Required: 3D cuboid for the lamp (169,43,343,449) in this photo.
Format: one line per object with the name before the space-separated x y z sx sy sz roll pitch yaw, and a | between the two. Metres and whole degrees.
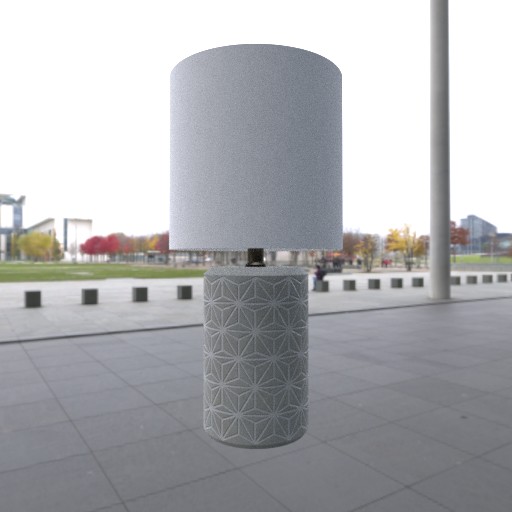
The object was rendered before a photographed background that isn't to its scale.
lamp | 0.000 0.000 0.536 0.206 0.416 0.206 0 0 -18
